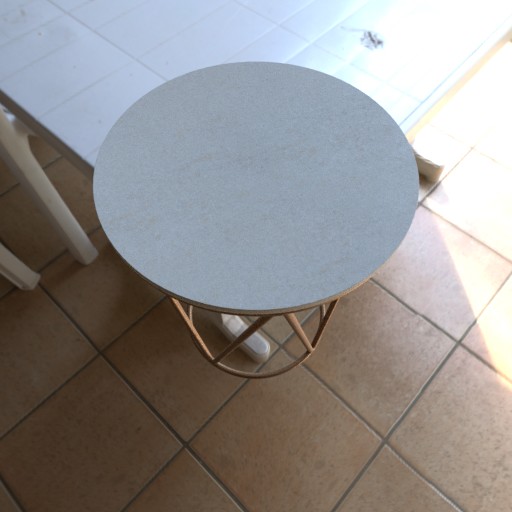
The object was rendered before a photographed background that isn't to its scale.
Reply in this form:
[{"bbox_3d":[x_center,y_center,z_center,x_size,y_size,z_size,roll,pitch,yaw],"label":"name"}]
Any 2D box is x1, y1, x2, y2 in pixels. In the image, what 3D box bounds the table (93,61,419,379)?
[{"bbox_3d":[0.000,0.000,0.931,0.500,0.564,0.500,0,59,0],"label":"table"}]
